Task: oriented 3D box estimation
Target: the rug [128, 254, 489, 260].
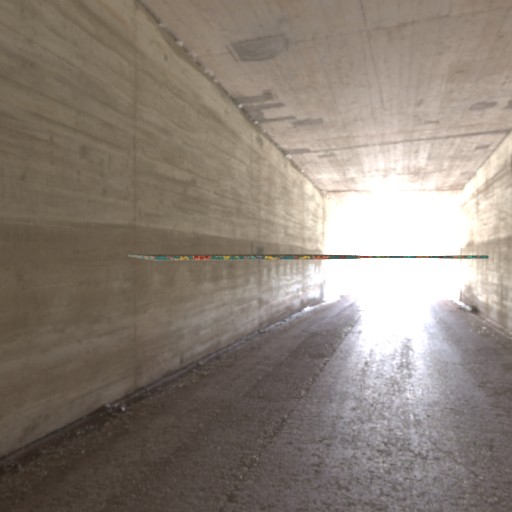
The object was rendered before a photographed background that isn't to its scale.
[{"bbox_3d":[0.000,0.000,2.901,1.527,0.016,2.290,0,0,-18],"label":"rug"}]
